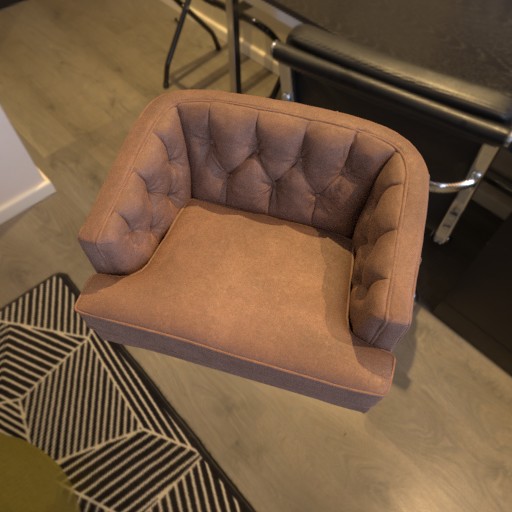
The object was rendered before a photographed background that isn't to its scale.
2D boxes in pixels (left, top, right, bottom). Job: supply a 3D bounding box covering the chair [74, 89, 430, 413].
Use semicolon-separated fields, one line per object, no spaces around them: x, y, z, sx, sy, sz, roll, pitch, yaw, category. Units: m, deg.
0.000;0.000;1.717;1.118;0.787;0.914;14;59;9;chair
